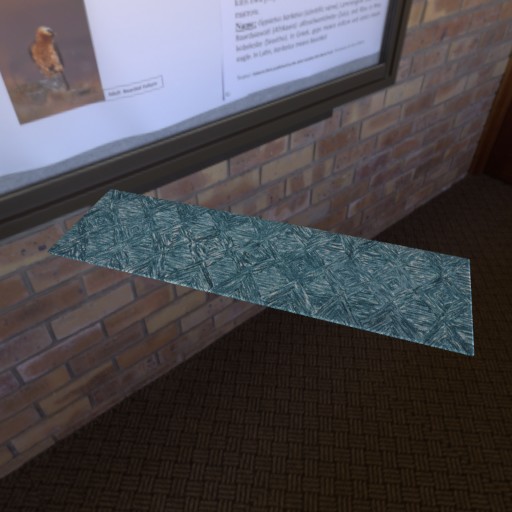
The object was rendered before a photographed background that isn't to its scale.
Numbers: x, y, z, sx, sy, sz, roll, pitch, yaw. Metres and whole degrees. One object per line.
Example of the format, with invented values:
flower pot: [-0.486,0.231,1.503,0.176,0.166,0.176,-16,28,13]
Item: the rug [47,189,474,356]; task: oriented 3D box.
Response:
rug: [0.000,0.000,2.501,2.286,0.016,0.676,12,43,13]
